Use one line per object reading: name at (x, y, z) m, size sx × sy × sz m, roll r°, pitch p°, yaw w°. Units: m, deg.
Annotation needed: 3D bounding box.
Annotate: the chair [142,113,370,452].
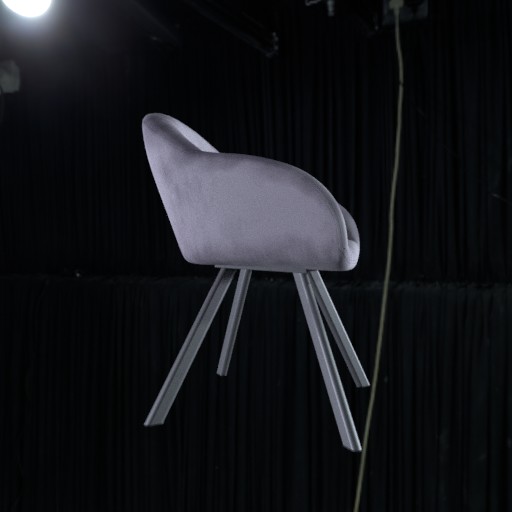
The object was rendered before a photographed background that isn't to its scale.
chair at (0.000, 0.000, 1.215) m, size 0.590 × 0.795 × 0.550 m, roll 0°, pitch 0°, yaw 16°
